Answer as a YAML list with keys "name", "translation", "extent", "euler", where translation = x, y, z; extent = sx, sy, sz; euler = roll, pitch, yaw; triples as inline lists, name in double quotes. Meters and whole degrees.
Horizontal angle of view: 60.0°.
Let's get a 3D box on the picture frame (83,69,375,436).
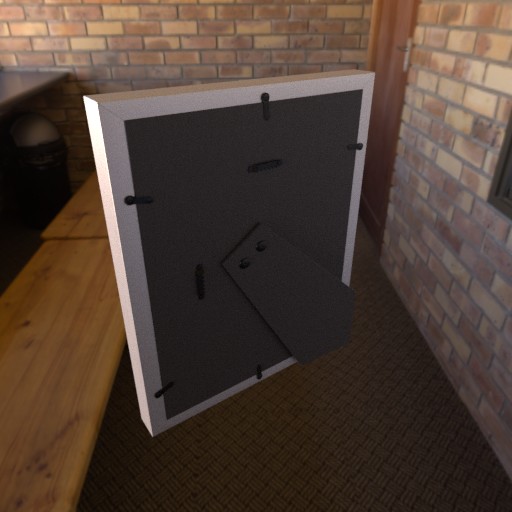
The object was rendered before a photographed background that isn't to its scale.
- name: "picture frame"
  translation: [0.000, 0.000, 0.384]
  extent: [0.233, 0.282, 0.036]
  euler: [-19, 34, -30]
